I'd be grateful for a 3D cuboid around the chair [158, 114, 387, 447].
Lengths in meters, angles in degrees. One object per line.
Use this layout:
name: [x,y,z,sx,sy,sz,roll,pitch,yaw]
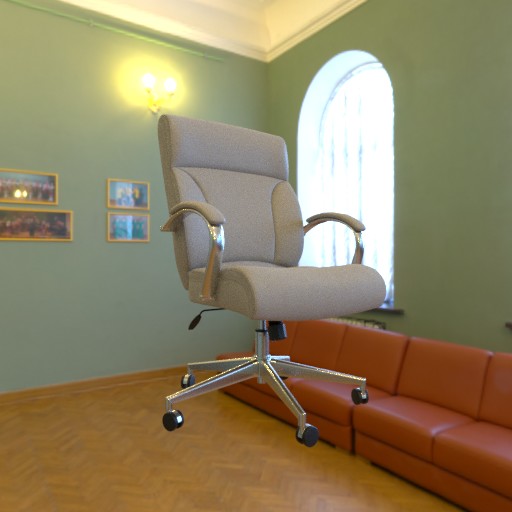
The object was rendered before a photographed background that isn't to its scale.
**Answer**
chair: [0.000,0.000,1.614,0.727,1.099,0.745,0,0,-35]
